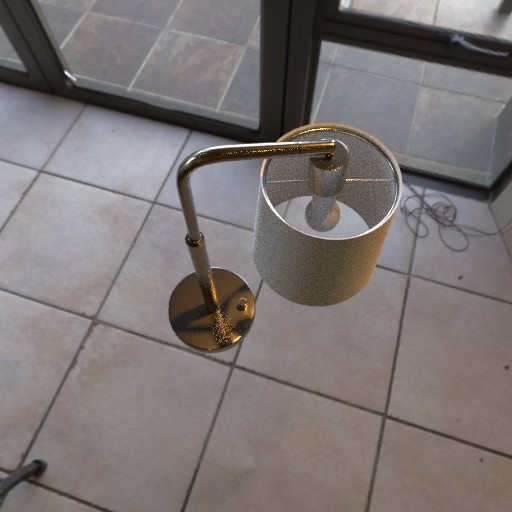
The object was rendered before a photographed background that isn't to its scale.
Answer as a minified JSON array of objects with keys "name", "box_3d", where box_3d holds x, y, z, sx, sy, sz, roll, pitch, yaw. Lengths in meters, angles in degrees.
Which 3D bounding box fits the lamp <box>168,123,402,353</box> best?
[{"name":"lamp","box_3d":[0.000,0.000,0.634,0.333,0.489,0.171,-1,64,0]}]
